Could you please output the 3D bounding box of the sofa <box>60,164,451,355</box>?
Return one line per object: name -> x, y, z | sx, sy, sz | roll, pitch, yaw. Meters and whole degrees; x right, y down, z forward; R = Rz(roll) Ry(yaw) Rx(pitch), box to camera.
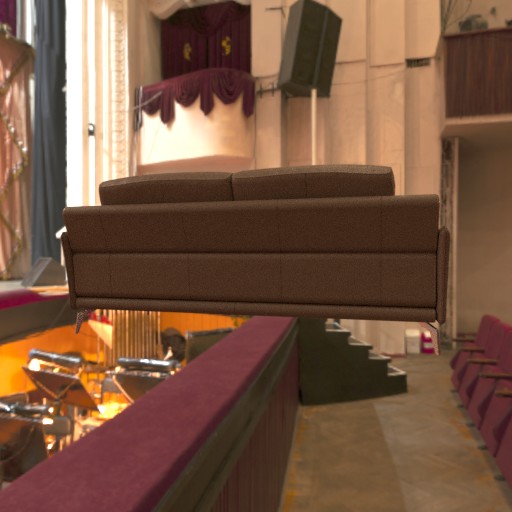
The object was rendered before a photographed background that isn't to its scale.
sofa -> 0.000, 0.000, 2.747 | 2.101, 0.930, 1.049 | 0, 0, 16
